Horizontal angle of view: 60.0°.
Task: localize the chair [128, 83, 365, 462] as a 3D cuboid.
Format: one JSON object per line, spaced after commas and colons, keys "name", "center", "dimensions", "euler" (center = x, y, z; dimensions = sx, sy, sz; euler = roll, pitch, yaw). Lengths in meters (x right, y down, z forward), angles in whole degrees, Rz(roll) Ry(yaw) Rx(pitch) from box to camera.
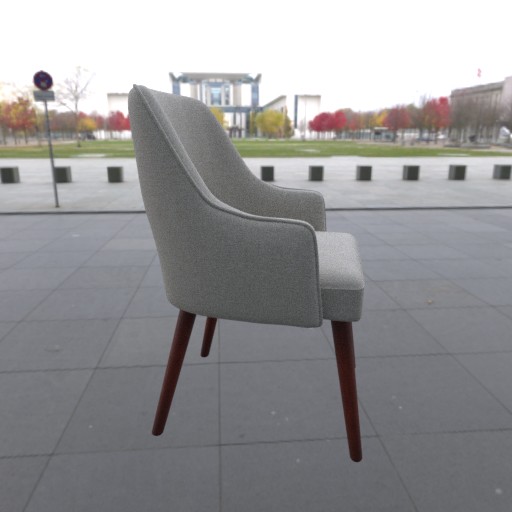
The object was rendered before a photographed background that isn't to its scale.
{"name": "chair", "center": [0.000, 0.000, 1.175], "dimensions": [0.580, 0.840, 0.560], "euler": [3, 16, 10]}
